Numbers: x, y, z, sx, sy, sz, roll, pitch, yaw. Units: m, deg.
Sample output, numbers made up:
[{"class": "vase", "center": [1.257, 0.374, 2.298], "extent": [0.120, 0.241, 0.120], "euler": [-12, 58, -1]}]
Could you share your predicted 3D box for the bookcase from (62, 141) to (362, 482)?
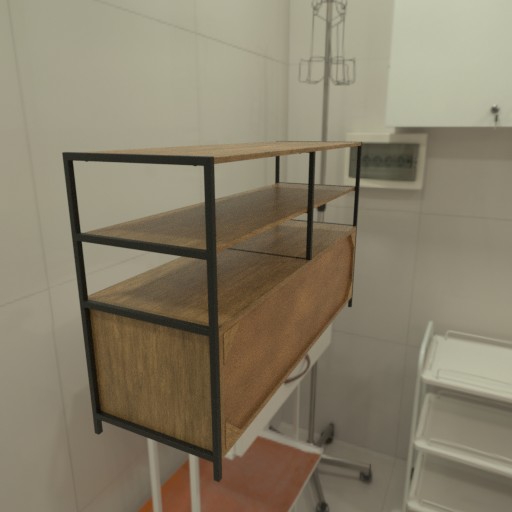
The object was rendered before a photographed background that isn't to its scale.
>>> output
[{"class": "bookcase", "center": [0.000, 0.000, 1.471], "extent": [0.391, 0.712, 1.149], "euler": [8, 18, 25]}]
